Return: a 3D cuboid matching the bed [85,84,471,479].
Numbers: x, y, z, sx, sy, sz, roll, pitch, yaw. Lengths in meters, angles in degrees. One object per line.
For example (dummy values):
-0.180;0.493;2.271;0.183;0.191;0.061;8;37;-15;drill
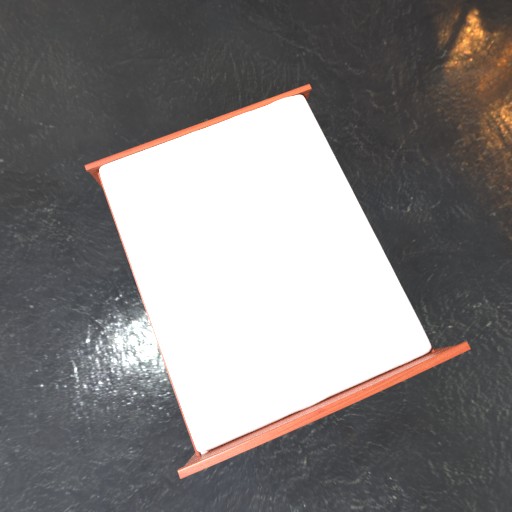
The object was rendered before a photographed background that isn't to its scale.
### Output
0.000;0.000;2.927;1.683;0.848;2.053;-22;76;-6;bed
